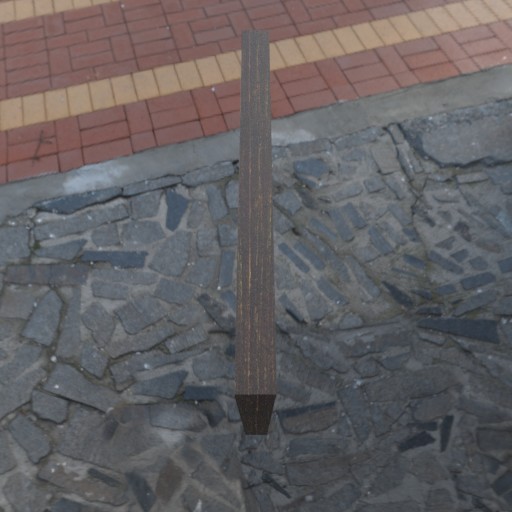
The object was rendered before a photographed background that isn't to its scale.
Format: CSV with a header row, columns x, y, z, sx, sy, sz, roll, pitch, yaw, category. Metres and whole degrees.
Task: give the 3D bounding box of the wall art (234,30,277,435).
x,y,z,sx,sy,sz,roll,pitch,yaw,category
0.000,0.000,0.542,0.031,0.330,0.381,0,63,0,wall art
